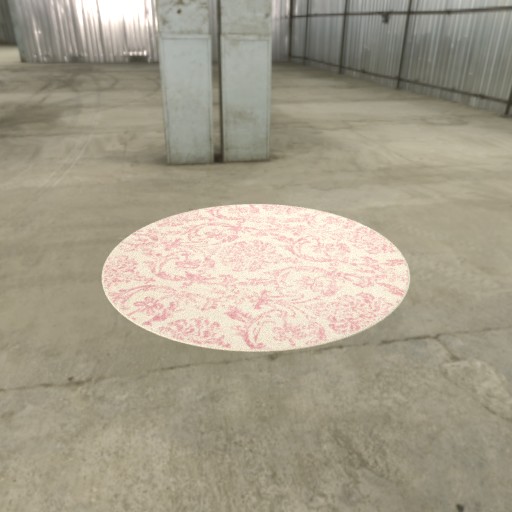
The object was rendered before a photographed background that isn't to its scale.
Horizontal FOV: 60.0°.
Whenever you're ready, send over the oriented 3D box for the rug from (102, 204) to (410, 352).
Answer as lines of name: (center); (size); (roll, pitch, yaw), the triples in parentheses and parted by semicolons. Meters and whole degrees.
rug: (0.000, 0.000, 2.395); (1.593, 0.012, 1.593); (0, 27, 0)
